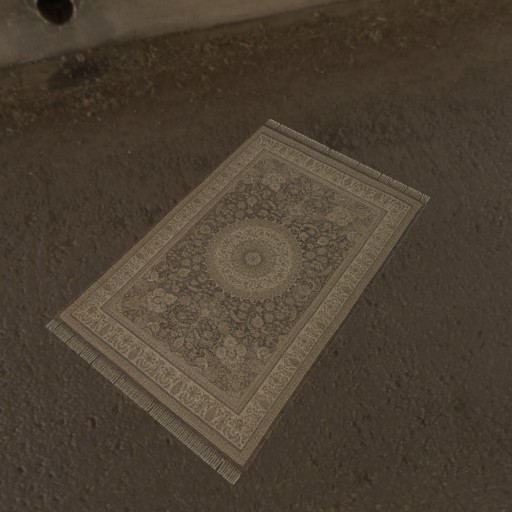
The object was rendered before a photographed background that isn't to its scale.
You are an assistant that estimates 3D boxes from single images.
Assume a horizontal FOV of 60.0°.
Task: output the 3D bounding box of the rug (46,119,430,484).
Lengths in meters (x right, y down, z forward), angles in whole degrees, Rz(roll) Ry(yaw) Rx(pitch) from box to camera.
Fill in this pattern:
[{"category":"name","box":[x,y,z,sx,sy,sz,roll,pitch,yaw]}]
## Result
[{"category":"rug","box":[0.000,0.000,3.091,1.528,0.010,2.440,32,62,19]}]
